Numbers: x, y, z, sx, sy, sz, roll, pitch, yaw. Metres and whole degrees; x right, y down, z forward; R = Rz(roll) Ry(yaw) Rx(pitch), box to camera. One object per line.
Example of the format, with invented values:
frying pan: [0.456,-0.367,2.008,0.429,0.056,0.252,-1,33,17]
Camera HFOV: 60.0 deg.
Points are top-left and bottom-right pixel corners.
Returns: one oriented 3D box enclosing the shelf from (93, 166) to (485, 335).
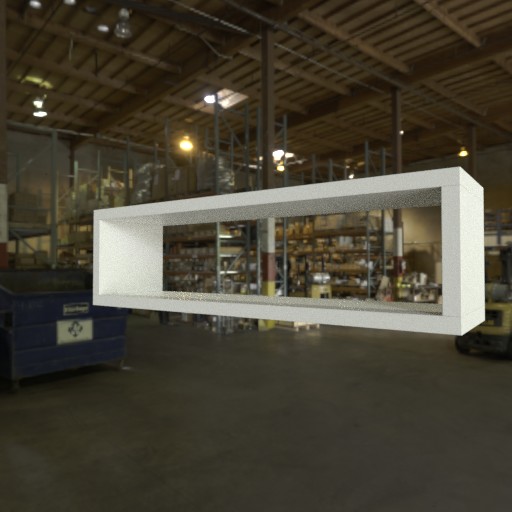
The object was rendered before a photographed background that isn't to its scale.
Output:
shelf: [0.000,0.000,0.682,0.610,0.170,0.150,-1,-2,35]
